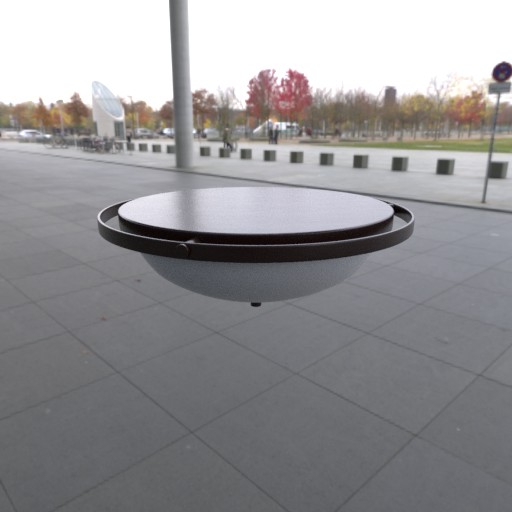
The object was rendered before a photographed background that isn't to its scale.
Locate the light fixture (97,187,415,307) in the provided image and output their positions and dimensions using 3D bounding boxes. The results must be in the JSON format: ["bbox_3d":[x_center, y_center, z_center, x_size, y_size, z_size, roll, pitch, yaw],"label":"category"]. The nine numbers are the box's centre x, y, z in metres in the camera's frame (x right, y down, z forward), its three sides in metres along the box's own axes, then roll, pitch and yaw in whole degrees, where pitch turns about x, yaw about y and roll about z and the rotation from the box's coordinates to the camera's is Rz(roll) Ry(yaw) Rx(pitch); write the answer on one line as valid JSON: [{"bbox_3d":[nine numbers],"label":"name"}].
[{"bbox_3d":[0.000,0.000,0.549,0.361,0.130,0.361,0,16,0],"label":"light fixture"}]
